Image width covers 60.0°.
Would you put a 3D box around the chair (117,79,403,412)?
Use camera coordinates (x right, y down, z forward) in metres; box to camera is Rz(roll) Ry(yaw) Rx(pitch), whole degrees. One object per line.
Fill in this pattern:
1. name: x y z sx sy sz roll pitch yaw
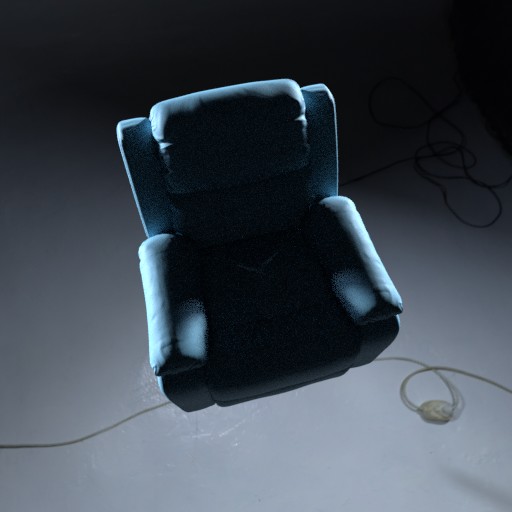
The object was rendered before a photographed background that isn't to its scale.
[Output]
1. chair: 0.000 0.000 1.293 0.680 0.702 0.709 -13 62 -7
